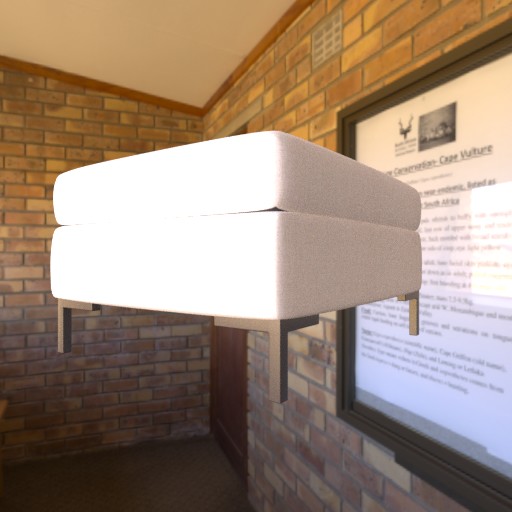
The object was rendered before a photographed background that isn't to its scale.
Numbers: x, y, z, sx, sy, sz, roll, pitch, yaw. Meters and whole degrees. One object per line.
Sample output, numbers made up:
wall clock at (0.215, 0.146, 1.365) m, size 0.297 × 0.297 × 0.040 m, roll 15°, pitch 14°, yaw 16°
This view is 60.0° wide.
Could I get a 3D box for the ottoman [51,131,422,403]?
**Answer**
ottoman at (0.000, 0.000, 1.160) m, size 0.657 × 0.453 × 0.794 m, roll 0°, pitch 0°, yaw 36°
